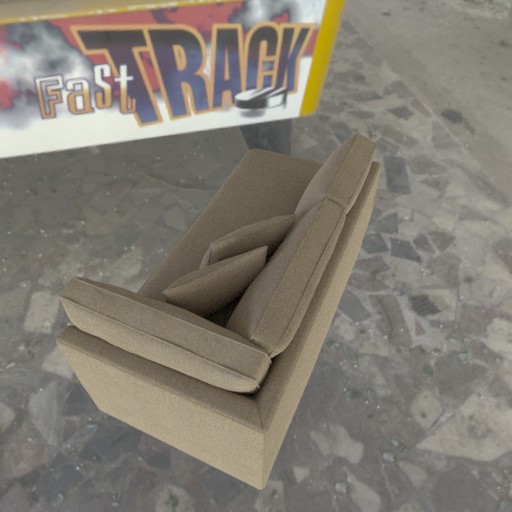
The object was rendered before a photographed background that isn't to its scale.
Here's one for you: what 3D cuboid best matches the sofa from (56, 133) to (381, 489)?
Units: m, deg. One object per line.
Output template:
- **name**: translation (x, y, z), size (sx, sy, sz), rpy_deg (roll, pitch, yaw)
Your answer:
- **sofa**: translation (0.000, 0.000, 2.791), size (1.110, 1.019, 2.238), rpy_deg (18, 50, 16)
